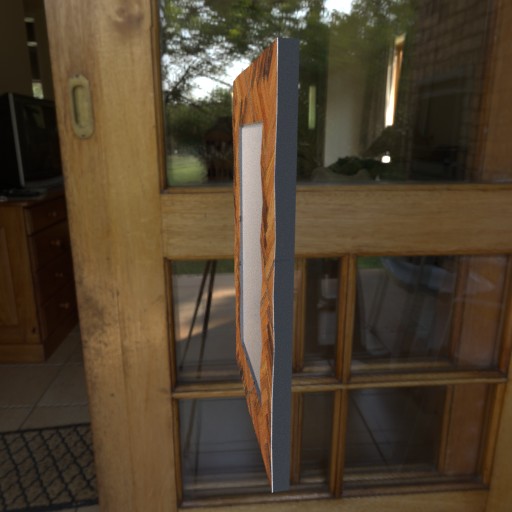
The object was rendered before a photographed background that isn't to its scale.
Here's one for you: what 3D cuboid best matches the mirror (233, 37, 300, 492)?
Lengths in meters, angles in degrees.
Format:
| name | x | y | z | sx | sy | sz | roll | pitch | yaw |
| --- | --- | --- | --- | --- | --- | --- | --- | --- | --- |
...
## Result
| name | x | y | z | sx | sy | sz | roll | pitch | yaw |
| --- | --- | --- | --- | --- | --- | --- | --- | --- | --- |
| mirror | 0.000 | 0.000 | 1.146 | 0.044 | 0.912 | 0.606 | -3 | 15 | -9 |
